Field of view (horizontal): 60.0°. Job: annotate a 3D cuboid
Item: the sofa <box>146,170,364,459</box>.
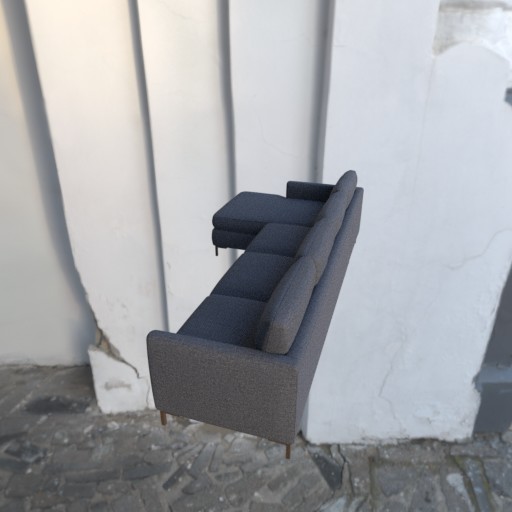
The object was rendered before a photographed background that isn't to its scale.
[{"bbox_3d":[0.000,0.000,2.914,1.125,0.673,2.445,8,27,16],"label":"sofa"}]
